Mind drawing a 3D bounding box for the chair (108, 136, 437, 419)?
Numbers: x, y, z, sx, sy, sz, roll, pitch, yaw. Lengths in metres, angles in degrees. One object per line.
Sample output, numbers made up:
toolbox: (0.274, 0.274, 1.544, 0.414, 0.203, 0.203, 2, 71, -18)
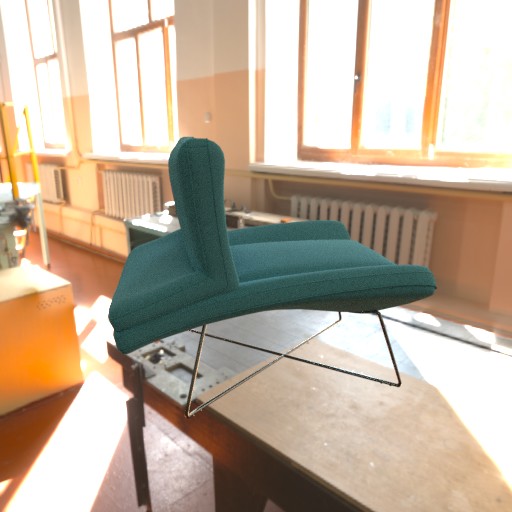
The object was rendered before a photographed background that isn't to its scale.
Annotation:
chair: (0.000, 0.000, 1.650, 1.008, 0.855, 0.859, -3, 16, -10)
